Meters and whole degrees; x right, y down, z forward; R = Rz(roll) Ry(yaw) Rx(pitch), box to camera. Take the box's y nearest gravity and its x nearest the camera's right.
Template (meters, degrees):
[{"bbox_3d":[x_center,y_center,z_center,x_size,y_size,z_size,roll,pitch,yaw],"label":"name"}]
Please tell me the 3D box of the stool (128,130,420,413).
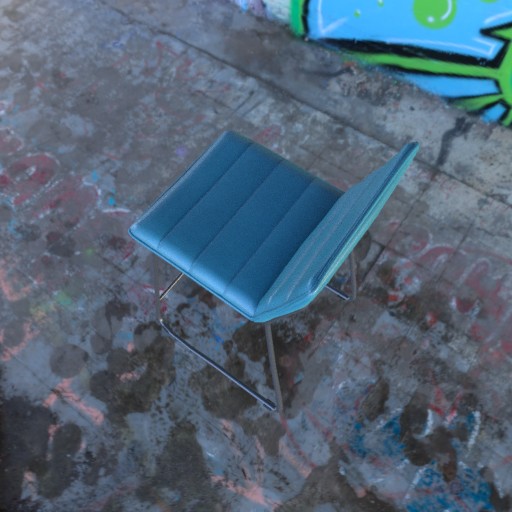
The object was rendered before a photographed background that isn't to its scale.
[{"bbox_3d":[0.000,0.000,1.190,0.524,0.866,0.489,32,67,16],"label":"stool"}]
